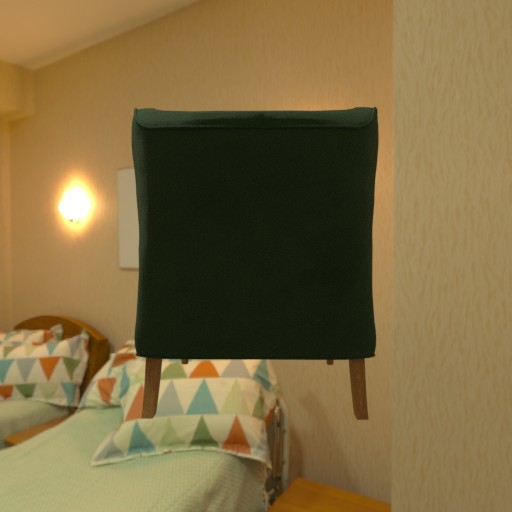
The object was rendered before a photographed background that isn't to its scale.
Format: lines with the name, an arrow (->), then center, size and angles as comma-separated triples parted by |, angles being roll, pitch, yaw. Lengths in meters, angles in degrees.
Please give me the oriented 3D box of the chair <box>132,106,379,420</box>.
chair -> 0.000, 0.000, 1.579 | 0.793, 0.952, 0.910 | 0, 1, 1
